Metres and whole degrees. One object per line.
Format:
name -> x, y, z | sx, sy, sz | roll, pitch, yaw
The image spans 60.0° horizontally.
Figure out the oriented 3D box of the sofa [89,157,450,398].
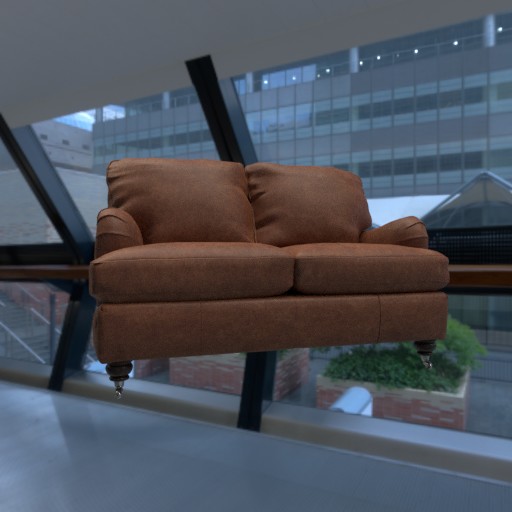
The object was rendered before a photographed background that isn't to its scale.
sofa -> 0.000, 0.000, 2.229 | 1.527, 1.004, 1.077 | 0, 1, -17
